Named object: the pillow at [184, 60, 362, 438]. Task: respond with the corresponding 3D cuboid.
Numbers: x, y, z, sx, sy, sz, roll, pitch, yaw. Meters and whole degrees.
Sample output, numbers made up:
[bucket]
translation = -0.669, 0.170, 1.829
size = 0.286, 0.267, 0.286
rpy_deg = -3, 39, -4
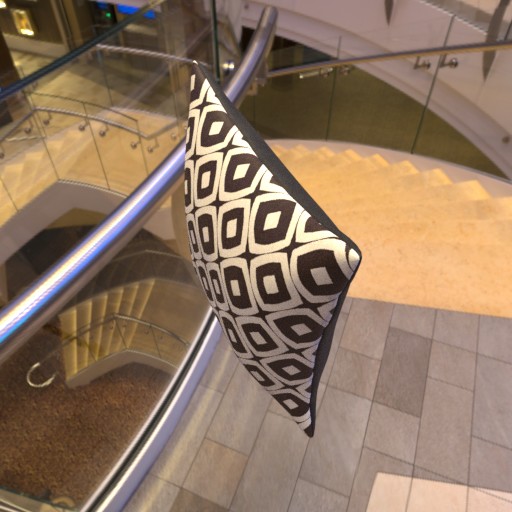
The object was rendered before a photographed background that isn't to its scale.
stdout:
[pillow]
translation = 0.000, 0.000, 0.780
size = 0.188, 0.494, 0.504
rpy_deg = -19, 50, -16
